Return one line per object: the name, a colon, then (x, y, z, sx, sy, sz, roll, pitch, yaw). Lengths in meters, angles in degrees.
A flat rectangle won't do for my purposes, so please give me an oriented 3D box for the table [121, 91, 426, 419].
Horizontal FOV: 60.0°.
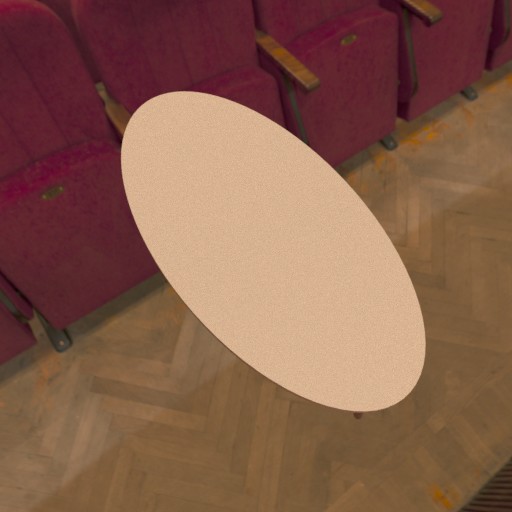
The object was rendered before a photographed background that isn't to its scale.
table: (0.000, 0.000, 1.311, 0.542, 0.390, 1.083, -32, 66, -16)
